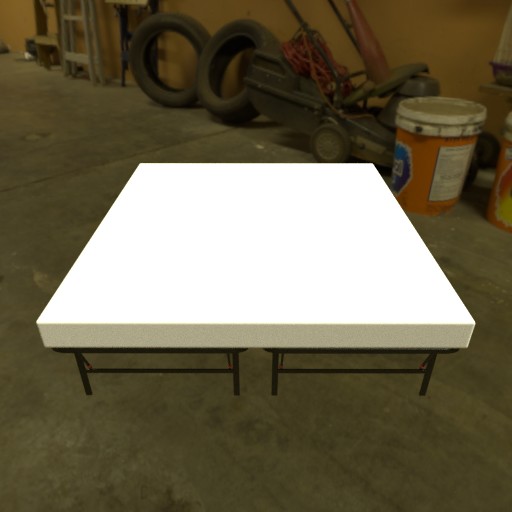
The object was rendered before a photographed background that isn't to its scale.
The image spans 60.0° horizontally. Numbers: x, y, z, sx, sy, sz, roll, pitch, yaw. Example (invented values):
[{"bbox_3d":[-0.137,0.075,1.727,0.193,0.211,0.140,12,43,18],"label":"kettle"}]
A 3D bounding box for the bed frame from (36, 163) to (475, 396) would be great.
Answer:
[{"bbox_3d":[0.000,0.000,2.953,1.930,0.559,2.032,0,31,0],"label":"bed frame"}]
